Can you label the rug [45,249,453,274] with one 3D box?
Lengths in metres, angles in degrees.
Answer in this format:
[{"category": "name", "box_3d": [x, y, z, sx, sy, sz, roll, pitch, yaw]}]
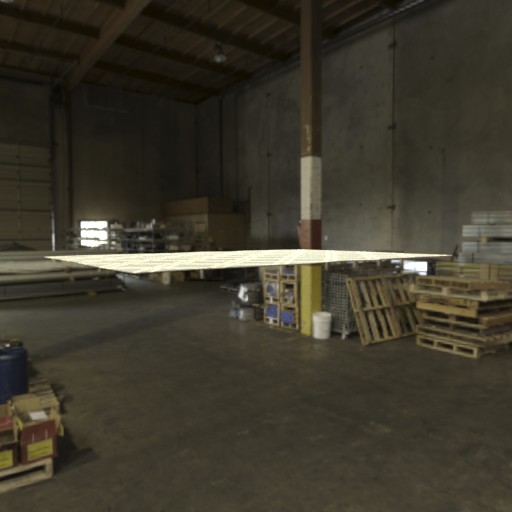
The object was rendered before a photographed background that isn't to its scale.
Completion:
[{"category": "rug", "box_3d": [0.000, 0.000, 2.248, 1.754, 0.010, 1.148, -2, 3, -37]}]
